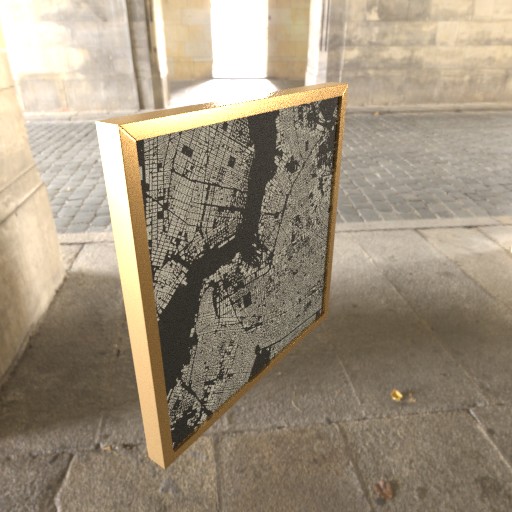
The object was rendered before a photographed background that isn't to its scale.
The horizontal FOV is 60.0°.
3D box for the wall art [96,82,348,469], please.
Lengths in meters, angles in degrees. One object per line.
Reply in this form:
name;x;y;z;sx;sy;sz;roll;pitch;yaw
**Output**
wall art;0.000;0.000;0.449;0.023;0.305;0.305;19;32;32
